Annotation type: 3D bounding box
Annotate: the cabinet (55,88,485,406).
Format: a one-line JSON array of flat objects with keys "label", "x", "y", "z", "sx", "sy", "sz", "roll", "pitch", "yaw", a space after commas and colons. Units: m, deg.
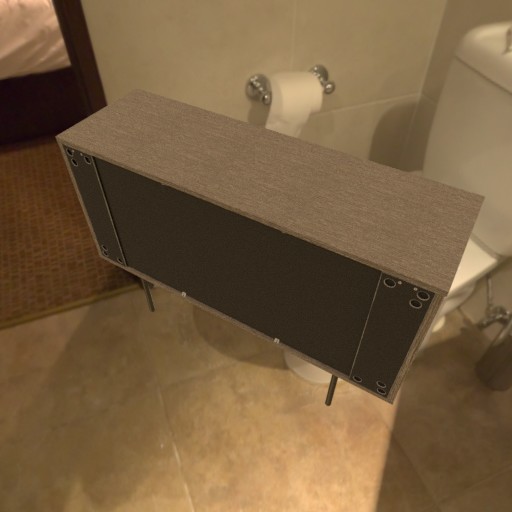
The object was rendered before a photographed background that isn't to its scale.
[{"label": "cabinet", "x": 0.000, "y": 0.000, "z": 1.554, "sx": 1.194, "sy": 0.787, "sz": 0.405, "roll": 23, "pitch": 51, "yaw": 21}]
